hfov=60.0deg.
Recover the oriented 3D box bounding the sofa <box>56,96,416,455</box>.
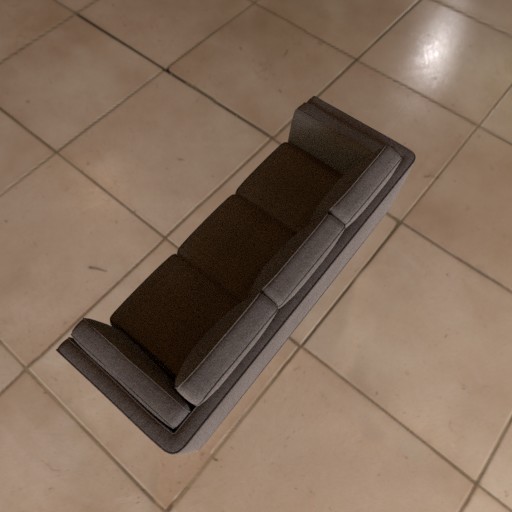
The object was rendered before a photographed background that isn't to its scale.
[{"bbox_3d":[0.000,0.000,2.831,0.903,0.899,2.362,36,69,16],"label":"sofa"}]
